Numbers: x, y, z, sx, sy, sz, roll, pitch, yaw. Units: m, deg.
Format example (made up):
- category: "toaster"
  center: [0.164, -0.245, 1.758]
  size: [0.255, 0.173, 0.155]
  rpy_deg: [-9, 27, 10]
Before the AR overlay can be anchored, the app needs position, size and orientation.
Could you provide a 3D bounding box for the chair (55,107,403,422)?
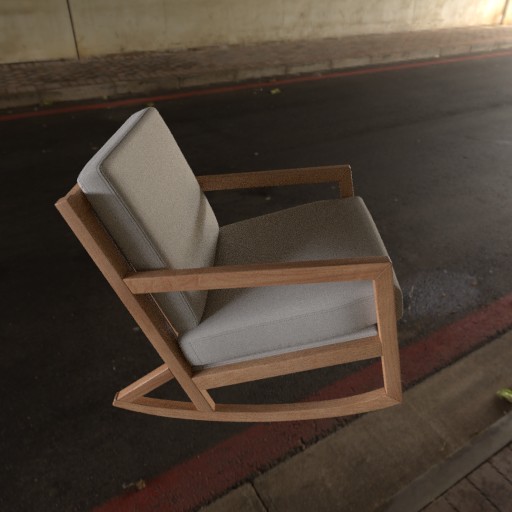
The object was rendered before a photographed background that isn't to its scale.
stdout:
- category: "chair"
  center: [0.000, 0.000, 1.384]
  size: [0.857, 0.790, 0.622]
  rpy_deg: [1, 32, 1]
